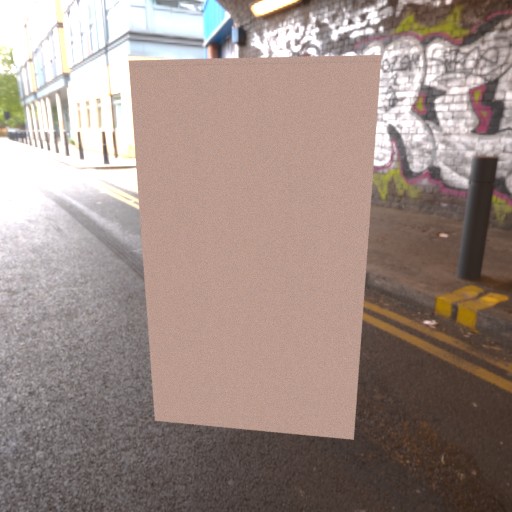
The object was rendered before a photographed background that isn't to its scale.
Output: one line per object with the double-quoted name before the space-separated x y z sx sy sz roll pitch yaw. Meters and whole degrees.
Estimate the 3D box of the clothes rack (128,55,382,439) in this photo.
"clothes rack" 0.000 0.000 1.594 0.750 1.280 0.250 2 16 8
